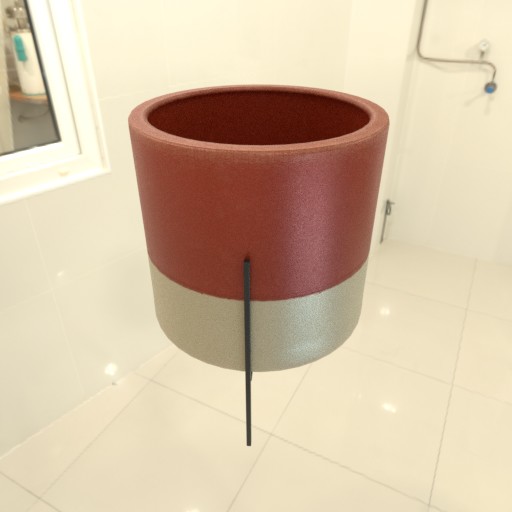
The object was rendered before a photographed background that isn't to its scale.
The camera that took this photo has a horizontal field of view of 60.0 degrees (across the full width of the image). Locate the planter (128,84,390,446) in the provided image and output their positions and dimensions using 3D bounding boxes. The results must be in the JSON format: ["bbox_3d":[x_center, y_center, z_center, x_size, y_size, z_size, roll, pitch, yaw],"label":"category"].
[{"bbox_3d":[0.000,0.000,0.718,0.354,0.465,0.345,20,37,29],"label":"planter"}]
